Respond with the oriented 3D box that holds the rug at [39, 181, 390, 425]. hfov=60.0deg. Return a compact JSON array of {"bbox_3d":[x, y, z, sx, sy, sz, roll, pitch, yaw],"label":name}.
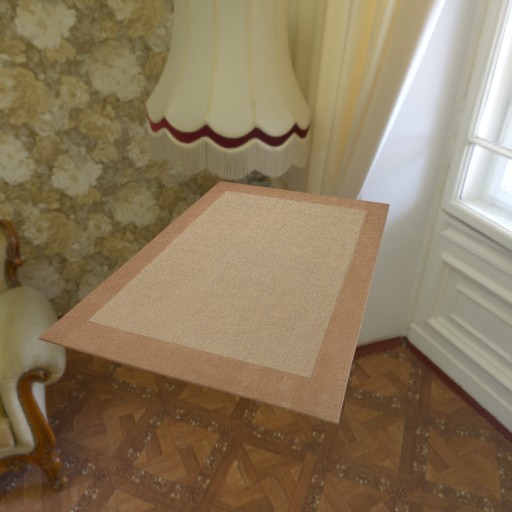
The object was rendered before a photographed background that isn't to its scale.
[{"bbox_3d":[0.000,0.000,2.355,1.219,0.014,1.829,10,32,17],"label":"rug"}]
